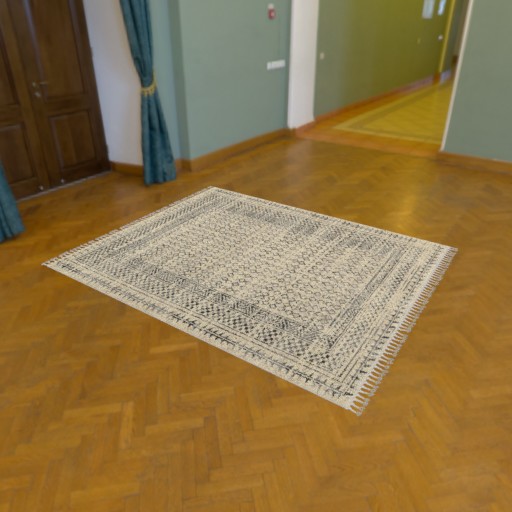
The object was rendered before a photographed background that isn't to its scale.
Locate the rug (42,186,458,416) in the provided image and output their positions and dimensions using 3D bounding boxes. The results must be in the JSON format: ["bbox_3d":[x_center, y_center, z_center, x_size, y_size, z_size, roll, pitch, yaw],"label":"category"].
[{"bbox_3d":[0.000,0.000,3.934,2.940,0.013,2.312,18,34,29],"label":"rug"}]
